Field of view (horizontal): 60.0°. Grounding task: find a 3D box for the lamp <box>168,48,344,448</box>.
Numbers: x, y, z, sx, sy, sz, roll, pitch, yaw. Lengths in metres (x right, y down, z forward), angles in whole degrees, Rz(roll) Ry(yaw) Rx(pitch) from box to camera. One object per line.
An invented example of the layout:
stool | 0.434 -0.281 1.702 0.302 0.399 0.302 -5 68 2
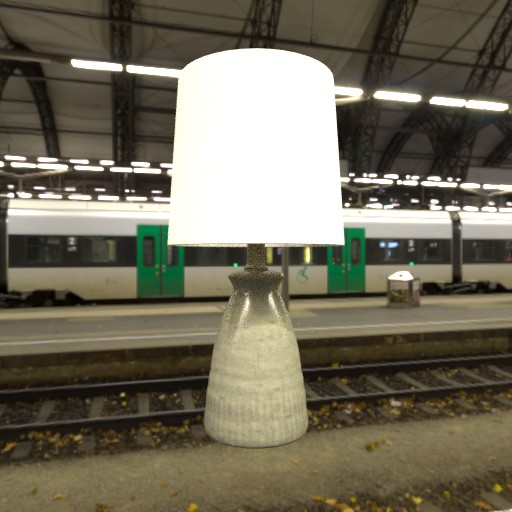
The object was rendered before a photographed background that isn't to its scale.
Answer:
lamp | 0.000 0.000 0.476 0.186 0.369 0.186 0 0 0
